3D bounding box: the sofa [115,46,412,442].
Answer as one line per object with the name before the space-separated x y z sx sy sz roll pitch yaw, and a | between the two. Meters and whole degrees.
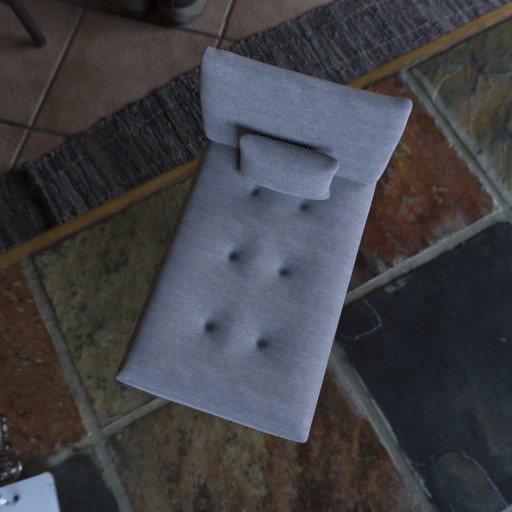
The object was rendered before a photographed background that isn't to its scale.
sofa | 0.000 0.000 2.020 0.930 0.820 1.450 17 75 5
